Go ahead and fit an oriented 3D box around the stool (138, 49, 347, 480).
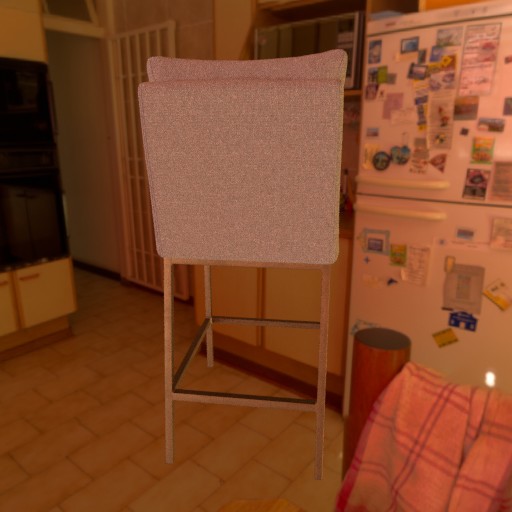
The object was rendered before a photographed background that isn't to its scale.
[{"bbox_3d":[0.000,0.000,1.283,0.463,1.031,0.569,2,16,8],"label":"stool"}]
